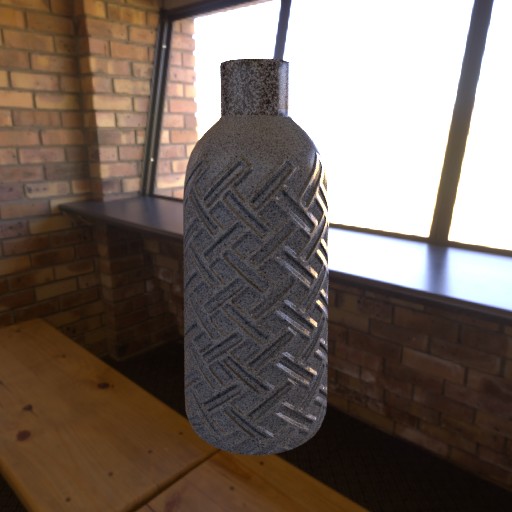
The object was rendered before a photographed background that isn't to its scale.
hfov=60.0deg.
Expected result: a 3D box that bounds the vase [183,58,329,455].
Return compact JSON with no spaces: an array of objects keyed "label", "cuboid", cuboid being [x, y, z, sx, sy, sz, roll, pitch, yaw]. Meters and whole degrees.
[{"label":"vase","cuboid":[0.000,0.000,0.351,0.122,0.282,0.122,0,16,0]}]
